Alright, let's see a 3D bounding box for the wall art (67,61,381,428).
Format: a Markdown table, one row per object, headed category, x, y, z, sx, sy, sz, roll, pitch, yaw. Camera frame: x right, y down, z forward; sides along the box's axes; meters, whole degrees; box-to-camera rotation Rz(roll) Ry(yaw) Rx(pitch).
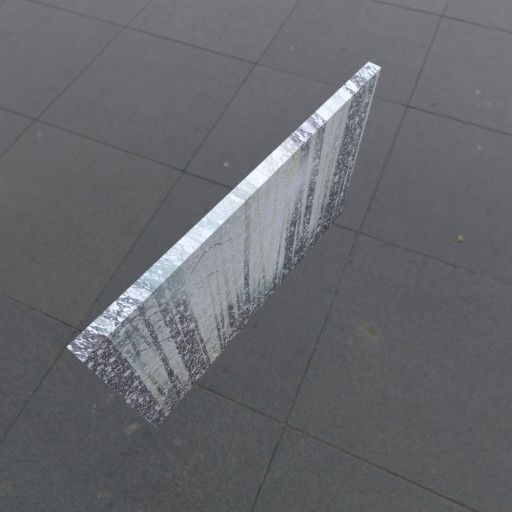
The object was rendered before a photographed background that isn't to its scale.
| category | x | y | z | sx | sy | sz | roll | pitch | yaw |
| --- | --- | --- | --- | --- | --- | --- | --- | --- | --- |
| wall art | 0.000 | 0.000 | 1.142 | 0.038 | 0.598 | 0.919 | 35 | 65 | 19 |
